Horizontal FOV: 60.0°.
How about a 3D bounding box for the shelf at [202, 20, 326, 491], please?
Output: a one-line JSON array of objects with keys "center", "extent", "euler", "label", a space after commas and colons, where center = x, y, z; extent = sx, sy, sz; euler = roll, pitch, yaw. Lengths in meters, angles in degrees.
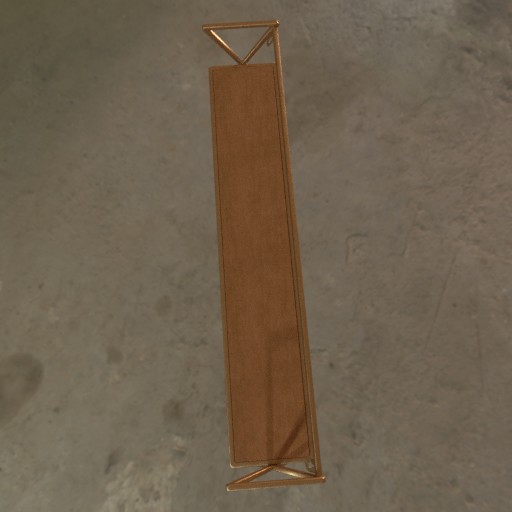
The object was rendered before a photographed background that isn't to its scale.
[{"center": [0.000, 0.000, 0.974], "extent": [0.150, 0.450, 0.822], "euler": [-4, 76, -1], "label": "shelf"}]
